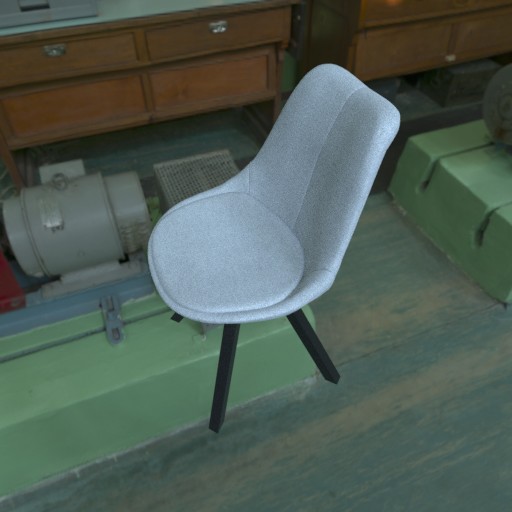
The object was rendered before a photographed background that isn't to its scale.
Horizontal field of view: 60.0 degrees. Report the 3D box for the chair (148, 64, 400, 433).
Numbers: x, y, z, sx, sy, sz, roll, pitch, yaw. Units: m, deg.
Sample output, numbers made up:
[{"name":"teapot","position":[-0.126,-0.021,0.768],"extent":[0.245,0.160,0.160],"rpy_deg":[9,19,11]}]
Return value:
[{"name":"chair","position":[0.000,0.000,1.183],"extent":[0.550,0.850,0.485],"rpy_deg":[-17,48,-16]}]
